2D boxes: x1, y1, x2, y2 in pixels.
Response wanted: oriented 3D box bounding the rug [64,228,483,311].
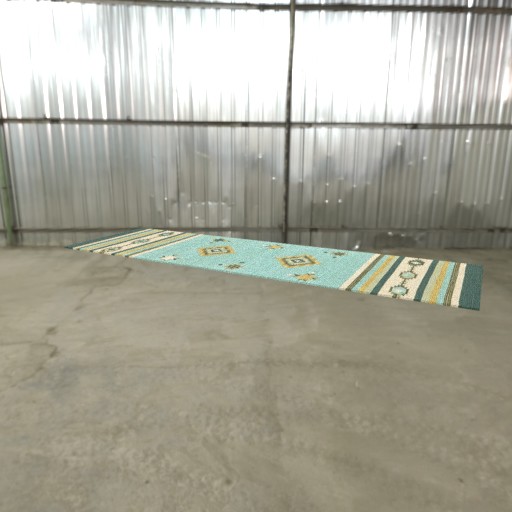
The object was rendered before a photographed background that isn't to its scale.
[{"bbox_3d":[0.000,0.000,2.672,2.441,0.010,0.744,7,16,27],"label":"rug"}]
